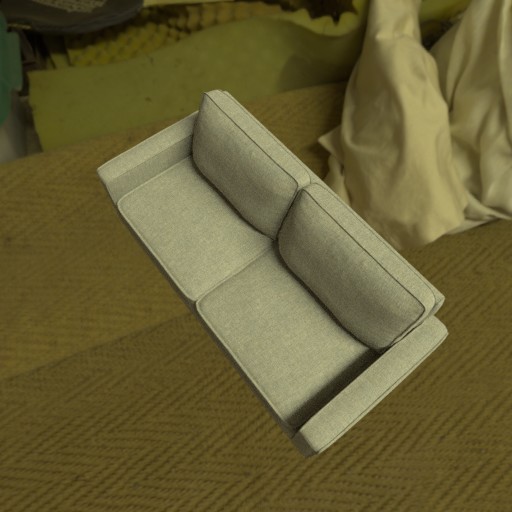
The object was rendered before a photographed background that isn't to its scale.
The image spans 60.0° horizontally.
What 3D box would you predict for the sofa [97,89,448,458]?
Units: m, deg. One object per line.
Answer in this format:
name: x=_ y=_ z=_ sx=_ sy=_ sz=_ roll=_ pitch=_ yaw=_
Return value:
sofa: x=0.000 y=0.000 z=2.625 sx=0.945 sy=0.918 sz=2.078 roll=-35 pitch=68 yaw=-16
